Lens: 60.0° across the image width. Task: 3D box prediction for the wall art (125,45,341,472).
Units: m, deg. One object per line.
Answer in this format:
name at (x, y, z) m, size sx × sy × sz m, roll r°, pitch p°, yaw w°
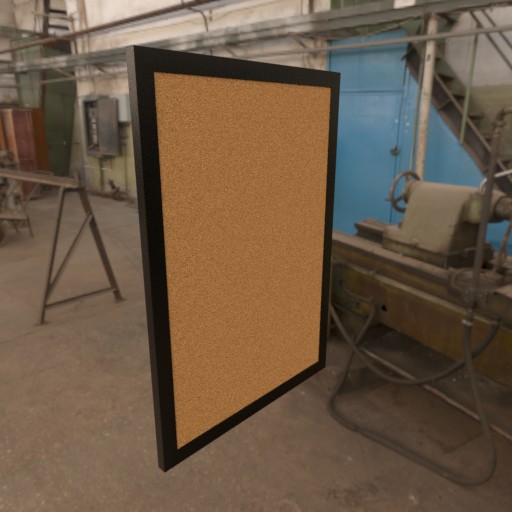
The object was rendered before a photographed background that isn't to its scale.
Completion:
wall art at (0.000, 0.000, 0.814) m, size 0.019 × 0.656 × 0.462 m, roll 16°, pitch 23°, yaw 41°
